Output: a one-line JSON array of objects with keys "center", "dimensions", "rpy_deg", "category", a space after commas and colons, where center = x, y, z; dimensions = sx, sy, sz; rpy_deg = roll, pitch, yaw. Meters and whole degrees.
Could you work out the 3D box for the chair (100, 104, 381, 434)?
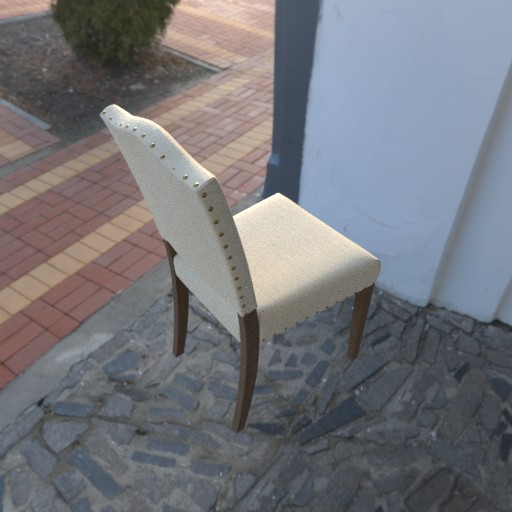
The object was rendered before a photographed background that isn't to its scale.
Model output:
[{"center": [0.000, 0.000, 1.369], "dimensions": [0.619, 1.015, 0.508], "rpy_deg": [-27, 48, -28], "category": "chair"}]
